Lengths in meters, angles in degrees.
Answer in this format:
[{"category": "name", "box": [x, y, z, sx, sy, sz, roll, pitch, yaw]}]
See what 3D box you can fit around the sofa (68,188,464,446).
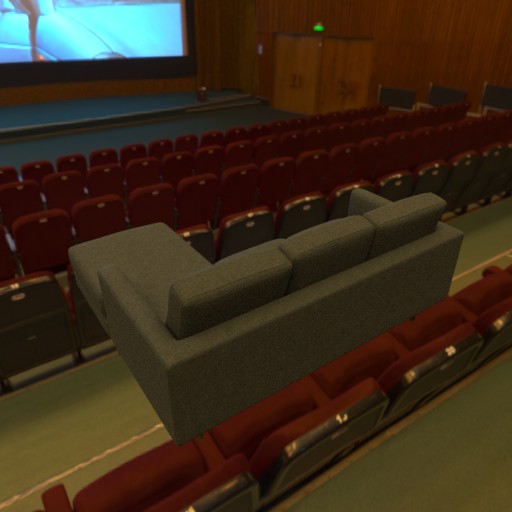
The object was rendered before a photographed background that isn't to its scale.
[{"category": "sofa", "box": [0.000, 0.000, 2.981, 2.055, 0.957, 1.667, -20, 36, -29]}]
